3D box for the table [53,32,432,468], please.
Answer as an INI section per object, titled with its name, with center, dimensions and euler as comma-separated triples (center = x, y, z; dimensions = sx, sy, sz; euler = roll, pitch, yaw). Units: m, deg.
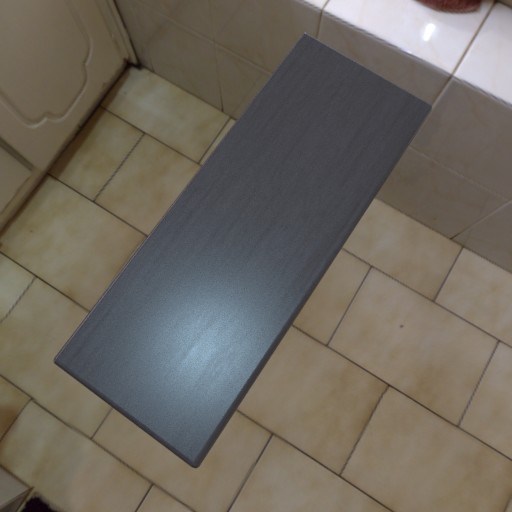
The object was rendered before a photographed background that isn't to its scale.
[table]
center = 0.000, 0.000, 1.562
dimensions = 0.459, 0.735, 1.184
euler = 34, 79, 7
